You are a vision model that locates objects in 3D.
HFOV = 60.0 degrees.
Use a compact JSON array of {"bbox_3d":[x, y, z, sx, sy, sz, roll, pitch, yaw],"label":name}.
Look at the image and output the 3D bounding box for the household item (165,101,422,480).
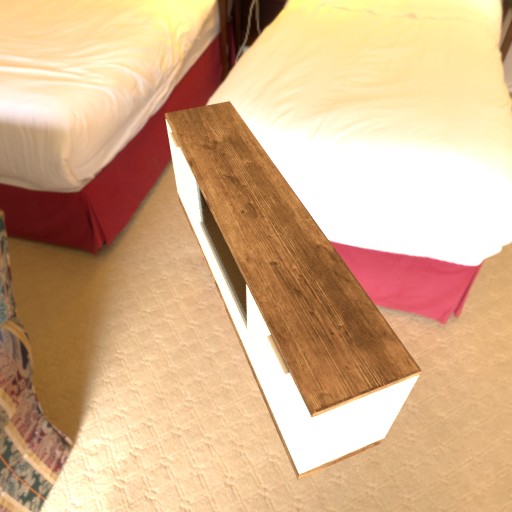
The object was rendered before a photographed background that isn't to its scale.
[{"bbox_3d":[0.000,0.000,2.110,0.390,0.615,1.800,-16,49,-14],"label":"household item"}]
